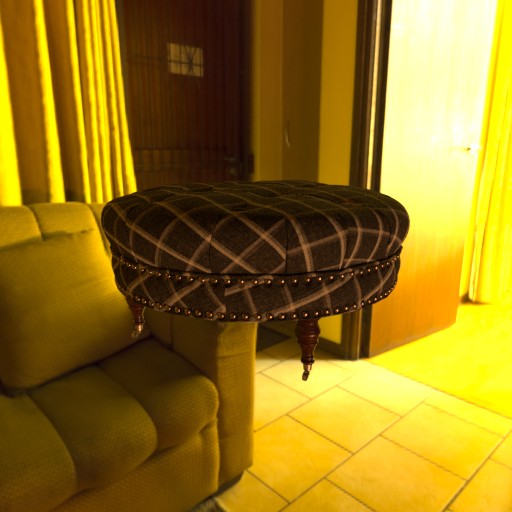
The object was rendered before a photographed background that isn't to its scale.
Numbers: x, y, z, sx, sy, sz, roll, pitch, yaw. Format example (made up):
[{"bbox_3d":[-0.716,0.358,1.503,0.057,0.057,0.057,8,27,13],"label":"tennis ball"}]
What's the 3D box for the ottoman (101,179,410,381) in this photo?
[{"bbox_3d":[0.000,0.000,1.380,0.901,0.439,0.901,0,14,0],"label":"ottoman"}]
